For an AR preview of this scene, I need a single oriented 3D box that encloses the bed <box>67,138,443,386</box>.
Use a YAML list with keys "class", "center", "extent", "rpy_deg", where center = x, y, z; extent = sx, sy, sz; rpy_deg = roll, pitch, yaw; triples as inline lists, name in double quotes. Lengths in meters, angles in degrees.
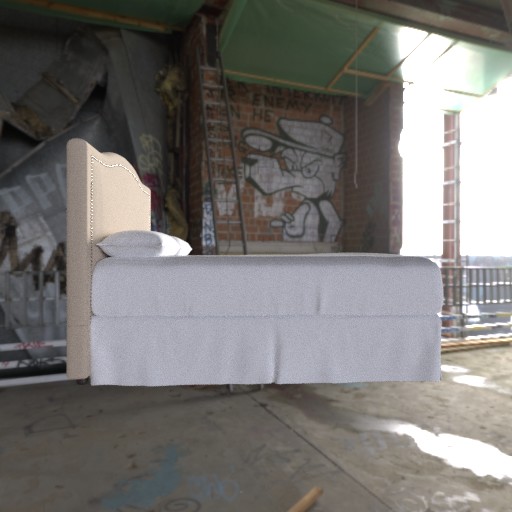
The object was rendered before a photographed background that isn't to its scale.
- class: "bed"
  center: [0.000, 0.000, 3.306]
  extent: [2.143, 1.460, 1.753]
  rpy_deg: [0, 0, -2]
